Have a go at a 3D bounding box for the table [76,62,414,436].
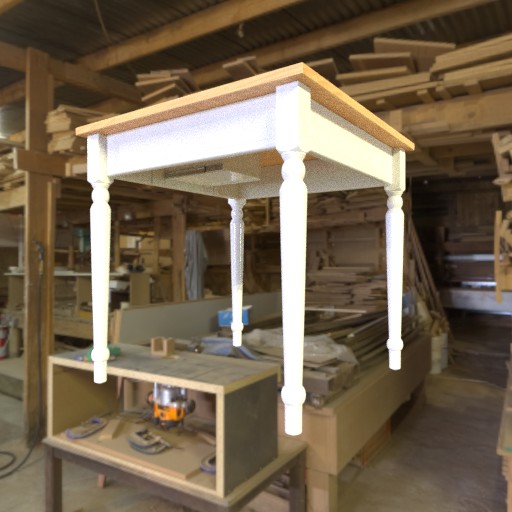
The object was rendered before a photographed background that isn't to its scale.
[{"bbox_3d":[0.000,0.000,1.366,0.747,0.738,0.747,0,0,35],"label":"table"}]
